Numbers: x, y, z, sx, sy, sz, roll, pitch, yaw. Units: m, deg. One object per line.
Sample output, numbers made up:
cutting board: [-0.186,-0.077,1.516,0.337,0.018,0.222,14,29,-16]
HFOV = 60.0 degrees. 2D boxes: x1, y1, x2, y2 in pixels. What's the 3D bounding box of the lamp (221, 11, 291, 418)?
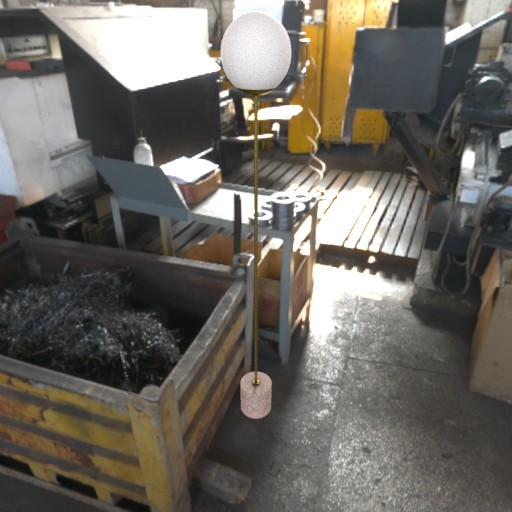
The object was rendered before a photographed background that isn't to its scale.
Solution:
lamp: [0.000,0.000,1.807,0.229,1.748,0.229,-10,31,-17]
